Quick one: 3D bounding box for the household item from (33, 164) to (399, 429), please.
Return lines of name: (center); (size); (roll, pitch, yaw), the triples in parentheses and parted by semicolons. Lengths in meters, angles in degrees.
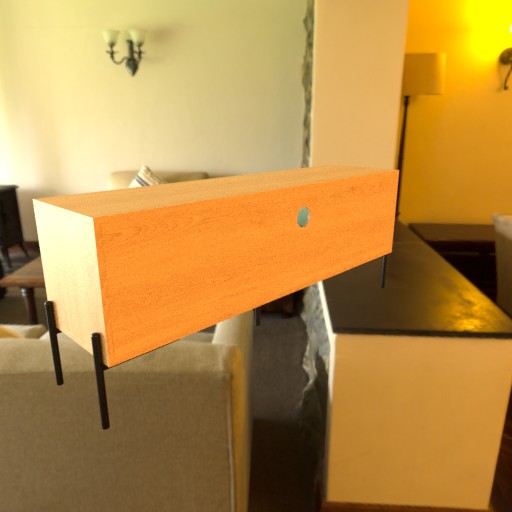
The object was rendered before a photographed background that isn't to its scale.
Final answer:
household item: (0.000, 0.000, 1.783); (0.400, 0.600, 1.550); (16, 23, 42)
